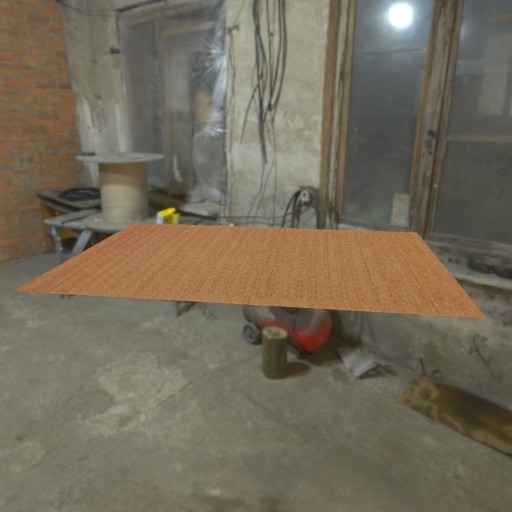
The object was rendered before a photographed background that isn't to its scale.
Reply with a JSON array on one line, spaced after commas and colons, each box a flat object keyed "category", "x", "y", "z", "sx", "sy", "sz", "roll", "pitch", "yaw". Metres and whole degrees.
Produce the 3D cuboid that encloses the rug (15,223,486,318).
[{"category": "rug", "x": 0.000, "y": 0.000, "z": 2.848, "sx": 2.285, "sy": 0.006, "sz": 1.524, "roll": 2, "pitch": 18, "yaw": 8}]
